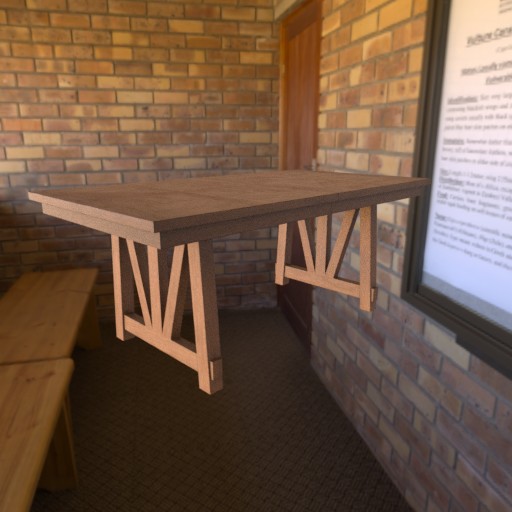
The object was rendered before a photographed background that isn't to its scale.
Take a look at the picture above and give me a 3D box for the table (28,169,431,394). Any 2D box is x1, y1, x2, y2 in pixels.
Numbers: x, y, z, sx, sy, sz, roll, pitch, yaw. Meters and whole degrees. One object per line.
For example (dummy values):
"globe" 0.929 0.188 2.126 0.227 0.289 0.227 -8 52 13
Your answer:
"table" 0.000 0.000 2.388 1.016 0.768 1.881 15 21 43
